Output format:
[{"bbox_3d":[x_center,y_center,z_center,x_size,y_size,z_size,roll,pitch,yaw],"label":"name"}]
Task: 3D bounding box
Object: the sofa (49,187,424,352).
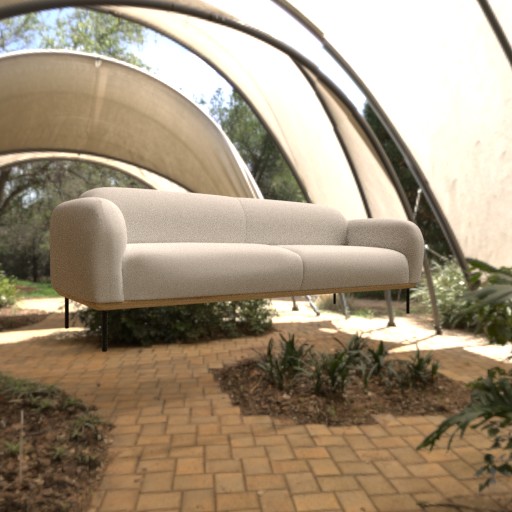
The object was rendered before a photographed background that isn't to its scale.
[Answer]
[{"bbox_3d":[0.000,0.000,2.691,2.257,0.780,0.880,0,0,-35],"label":"sofa"}]
